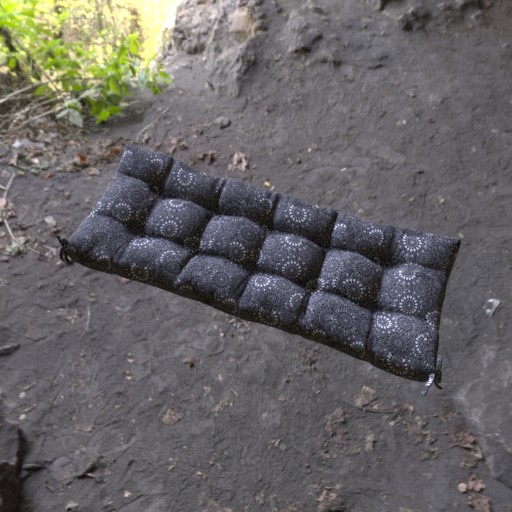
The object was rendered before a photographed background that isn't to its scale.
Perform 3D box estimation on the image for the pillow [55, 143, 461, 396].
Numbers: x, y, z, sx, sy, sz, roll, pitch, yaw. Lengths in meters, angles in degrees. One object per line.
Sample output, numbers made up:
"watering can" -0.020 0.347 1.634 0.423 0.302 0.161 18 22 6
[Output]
"pillow" 0.000 0.000 1.334 1.194 0.174 0.511 18 64 9
